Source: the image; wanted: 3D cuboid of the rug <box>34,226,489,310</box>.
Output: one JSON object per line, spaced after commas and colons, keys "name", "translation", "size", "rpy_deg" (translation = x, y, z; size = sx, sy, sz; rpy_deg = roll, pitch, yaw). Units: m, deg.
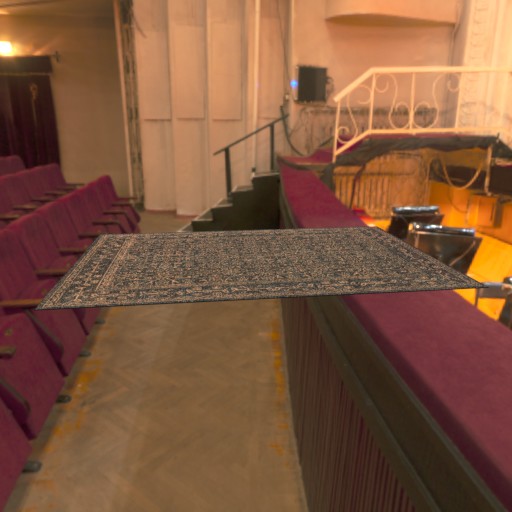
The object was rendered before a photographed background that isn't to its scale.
{"name": "rug", "translation": [0.000, 0.000, 2.321], "size": [1.819, 0.005, 1.200], "rpy_deg": [-2, 16, -7]}
